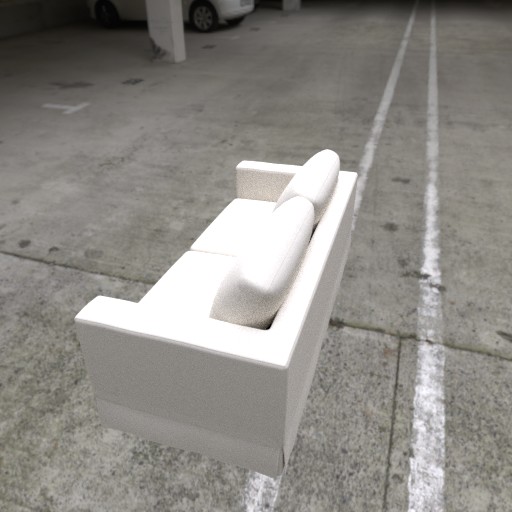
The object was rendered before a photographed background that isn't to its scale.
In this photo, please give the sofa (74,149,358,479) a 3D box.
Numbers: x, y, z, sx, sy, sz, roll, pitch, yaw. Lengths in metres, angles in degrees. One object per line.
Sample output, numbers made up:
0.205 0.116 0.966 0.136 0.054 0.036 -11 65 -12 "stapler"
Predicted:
0.000 0.000 2.711 0.954 0.881 2.163 9 32 15 "sofa"
